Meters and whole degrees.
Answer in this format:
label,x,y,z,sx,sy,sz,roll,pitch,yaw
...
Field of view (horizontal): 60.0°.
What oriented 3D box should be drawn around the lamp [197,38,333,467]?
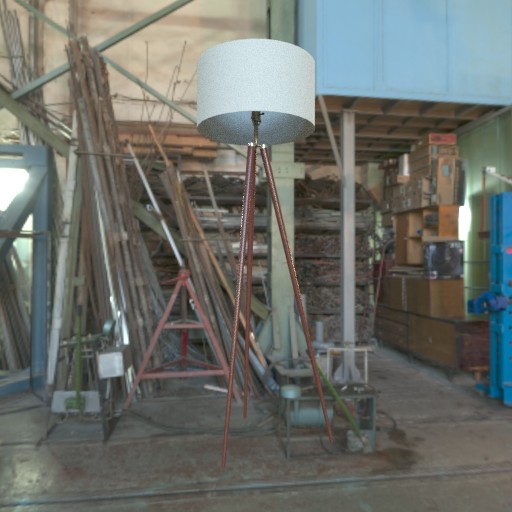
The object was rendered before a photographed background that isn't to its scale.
label,x,y,z,sx,sy,sz,roll,pitch,yaw
lamp,0.000,0.000,1.821,0.483,1.553,0.483,0,-1,37
